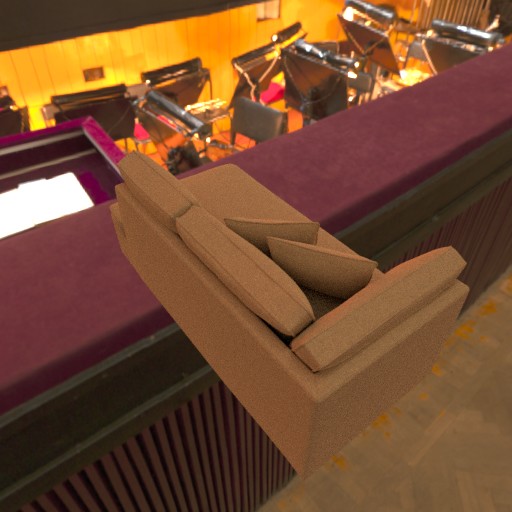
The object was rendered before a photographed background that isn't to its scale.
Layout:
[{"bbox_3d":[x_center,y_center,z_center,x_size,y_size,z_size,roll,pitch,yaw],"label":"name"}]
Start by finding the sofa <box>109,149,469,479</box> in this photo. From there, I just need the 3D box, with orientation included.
[{"bbox_3d":[0.000,0.000,2.852,1.110,1.033,2.237,-26,48,-27],"label":"sofa"}]
